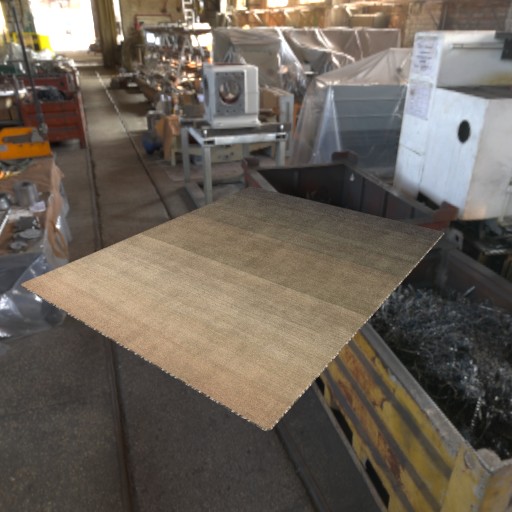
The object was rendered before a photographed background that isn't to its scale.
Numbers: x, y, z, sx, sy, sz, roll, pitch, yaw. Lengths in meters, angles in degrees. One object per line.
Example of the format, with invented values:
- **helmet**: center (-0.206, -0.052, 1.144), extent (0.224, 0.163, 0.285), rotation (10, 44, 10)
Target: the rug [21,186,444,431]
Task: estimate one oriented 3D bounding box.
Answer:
- **rug**: center (0.000, 0.000, 3.775), extent (2.306, 0.017, 2.902), rotation (19, 33, 32)
